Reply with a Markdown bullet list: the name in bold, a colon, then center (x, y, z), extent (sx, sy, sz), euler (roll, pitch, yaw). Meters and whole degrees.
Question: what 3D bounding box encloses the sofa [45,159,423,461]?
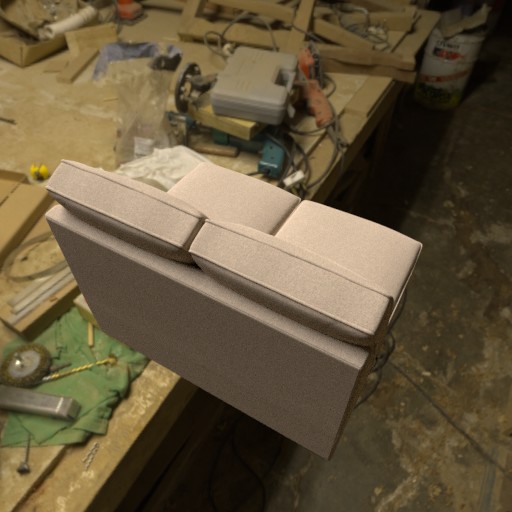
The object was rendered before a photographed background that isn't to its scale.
- **sofa**: center (0.000, 0.000, 1.906), extent (1.237, 1.008, 0.951), euler (23, 52, 20)
